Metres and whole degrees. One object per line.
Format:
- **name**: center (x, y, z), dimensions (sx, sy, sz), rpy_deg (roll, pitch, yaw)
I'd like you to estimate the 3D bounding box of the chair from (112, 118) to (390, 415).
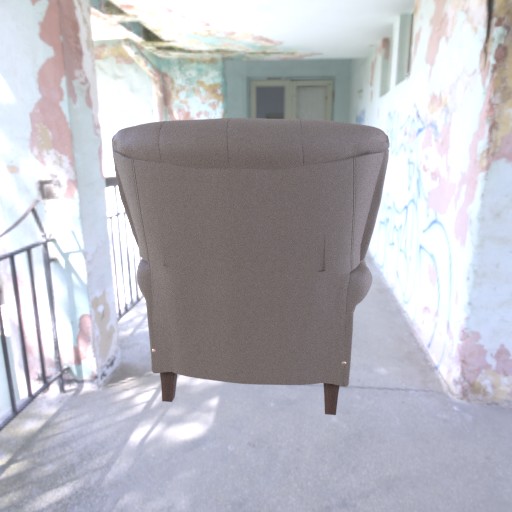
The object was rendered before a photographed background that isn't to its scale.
- **chair**: center (0.000, 0.000, 1.961), dimensions (0.999, 1.138, 1.041), rpy_deg (2, 15, 8)
